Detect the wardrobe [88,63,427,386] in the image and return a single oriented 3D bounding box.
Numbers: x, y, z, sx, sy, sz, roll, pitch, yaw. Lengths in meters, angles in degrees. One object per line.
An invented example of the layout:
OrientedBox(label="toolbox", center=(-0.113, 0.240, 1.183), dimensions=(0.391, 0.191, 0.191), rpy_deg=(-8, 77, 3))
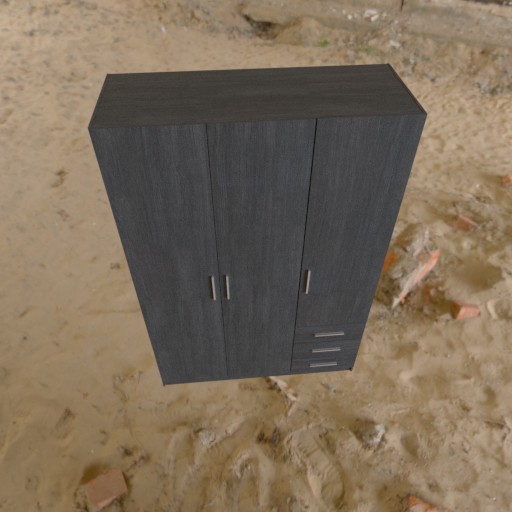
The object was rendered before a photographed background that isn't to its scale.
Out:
OrientedBox(label="wardrobe", center=(0.000, 0.000, 2.515), dimensions=(1.290, 1.910, 0.510), rpy_deg=(-4, 45, -4))
